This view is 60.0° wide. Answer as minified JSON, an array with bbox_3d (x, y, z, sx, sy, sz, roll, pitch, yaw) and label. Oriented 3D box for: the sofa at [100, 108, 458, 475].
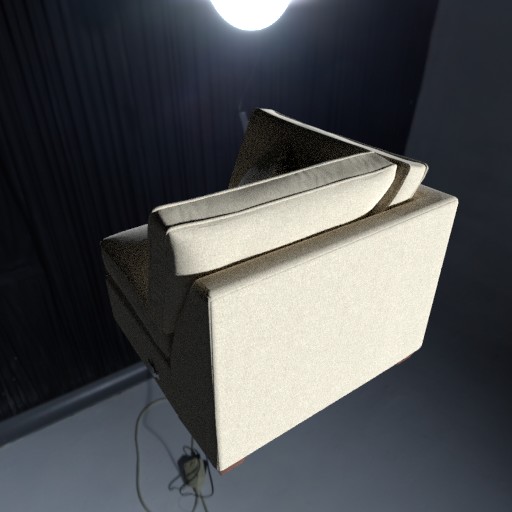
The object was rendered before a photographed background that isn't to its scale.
[{"bbox_3d":[0.000,0.000,1.936,1.146,1.002,1.084,-20,37,-30],"label":"sofa"}]
